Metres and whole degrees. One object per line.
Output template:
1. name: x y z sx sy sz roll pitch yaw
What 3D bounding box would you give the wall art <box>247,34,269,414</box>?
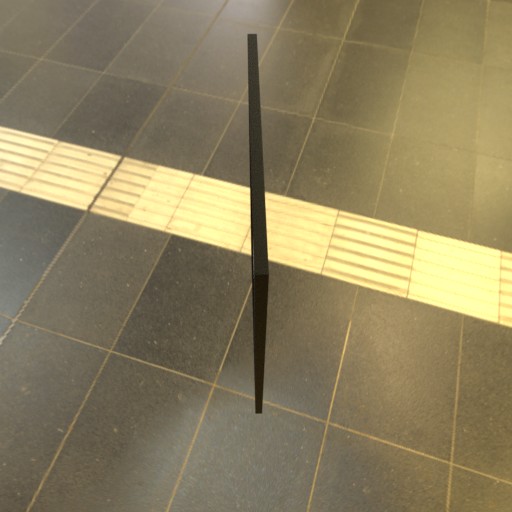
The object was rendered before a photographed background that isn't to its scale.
1. wall art: 0.000 0.000 0.626 0.011 0.459 0.326 -1 58 -1
